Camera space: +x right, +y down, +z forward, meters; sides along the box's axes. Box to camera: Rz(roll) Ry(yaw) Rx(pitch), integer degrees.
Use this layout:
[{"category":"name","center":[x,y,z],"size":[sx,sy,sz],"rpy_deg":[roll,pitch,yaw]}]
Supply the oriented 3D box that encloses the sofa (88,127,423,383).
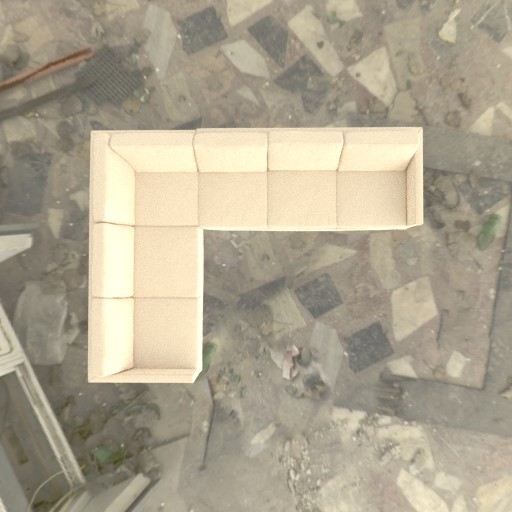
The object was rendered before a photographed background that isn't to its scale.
[{"category":"sofa","center":[0.000,0.000,4.433],"size":[3.182,0.863,2.432],"rpy_deg":[0,89,1]}]
